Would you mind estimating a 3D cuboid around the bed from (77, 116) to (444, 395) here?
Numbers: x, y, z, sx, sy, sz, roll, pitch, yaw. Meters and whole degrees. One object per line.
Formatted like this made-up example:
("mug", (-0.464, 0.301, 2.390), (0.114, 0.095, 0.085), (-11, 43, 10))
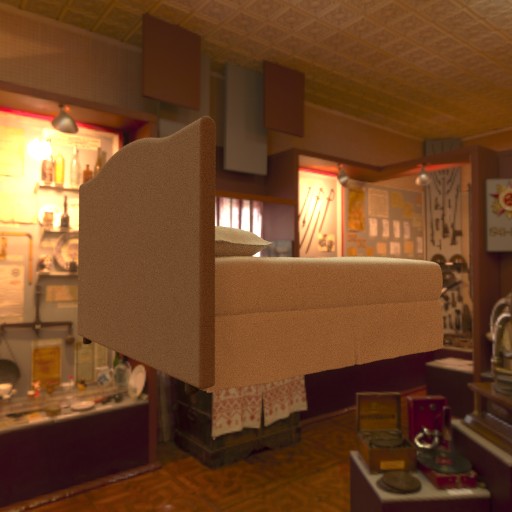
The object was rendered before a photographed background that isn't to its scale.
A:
("bed", (0.000, 0.000, 3.513), (2.182, 1.421, 2.083), (1, -2, -36))
